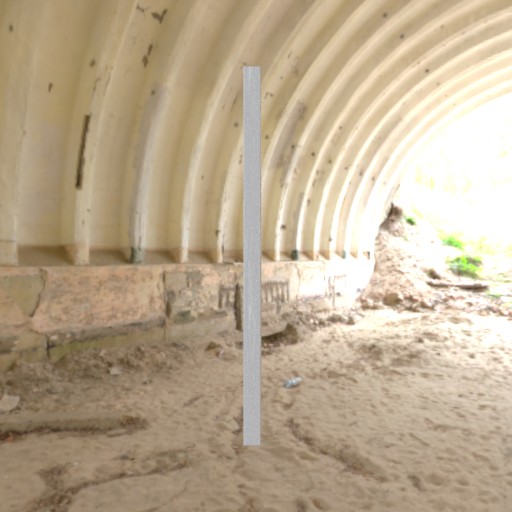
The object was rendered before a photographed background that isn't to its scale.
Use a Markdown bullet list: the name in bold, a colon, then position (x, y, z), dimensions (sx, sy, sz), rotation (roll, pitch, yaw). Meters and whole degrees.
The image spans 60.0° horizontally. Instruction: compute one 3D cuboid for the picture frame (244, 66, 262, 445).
- **picture frame**: position (0.000, 0.000, 1.222), dimensions (0.029, 0.640, 0.950), rotation (0, 0, 1)
